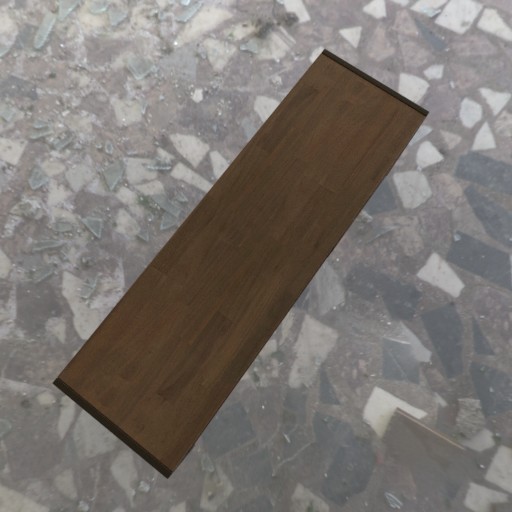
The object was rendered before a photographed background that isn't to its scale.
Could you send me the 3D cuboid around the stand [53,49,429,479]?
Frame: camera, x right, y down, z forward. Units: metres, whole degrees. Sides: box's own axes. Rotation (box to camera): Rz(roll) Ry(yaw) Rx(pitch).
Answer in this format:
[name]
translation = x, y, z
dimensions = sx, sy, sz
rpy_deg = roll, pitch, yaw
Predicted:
[stand]
translation = 0.000, 0.000, 1.705
dimensions = 0.454, 0.506, 1.480
rpy_deg = 35, 78, 9
